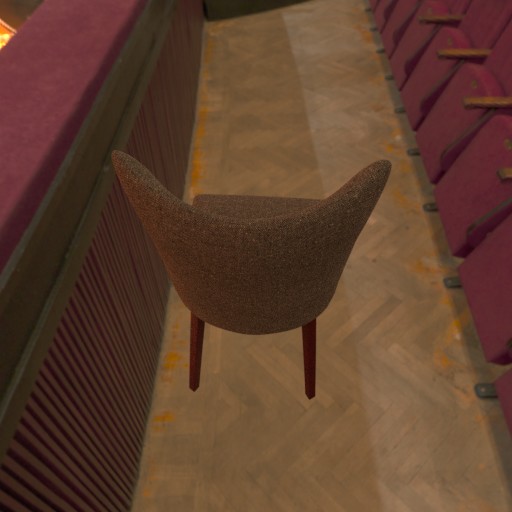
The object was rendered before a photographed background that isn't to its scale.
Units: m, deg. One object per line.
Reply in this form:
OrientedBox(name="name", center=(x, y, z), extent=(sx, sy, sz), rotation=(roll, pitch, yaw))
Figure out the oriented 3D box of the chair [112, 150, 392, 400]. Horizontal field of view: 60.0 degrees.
OrientedBox(name="chair", center=(0.000, 0.000, 1.287), extent=(0.535, 0.924, 0.623), rotation=(3, 47, 3))
